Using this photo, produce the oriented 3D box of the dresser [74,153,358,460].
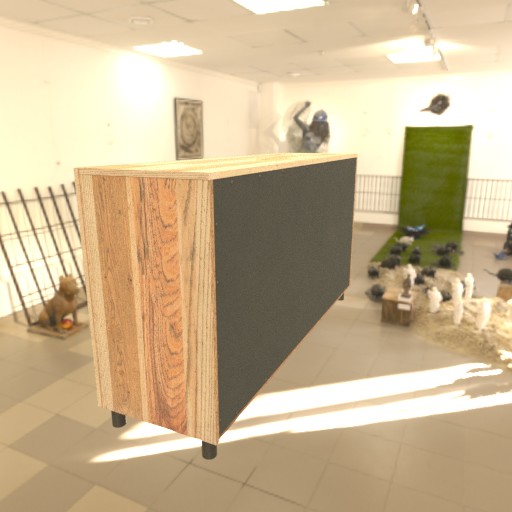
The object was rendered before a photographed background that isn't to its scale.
[{"bbox_3d":[0.000,0.000,1.939,0.487,0.834,1.547,7,16,25],"label":"dresser"}]
